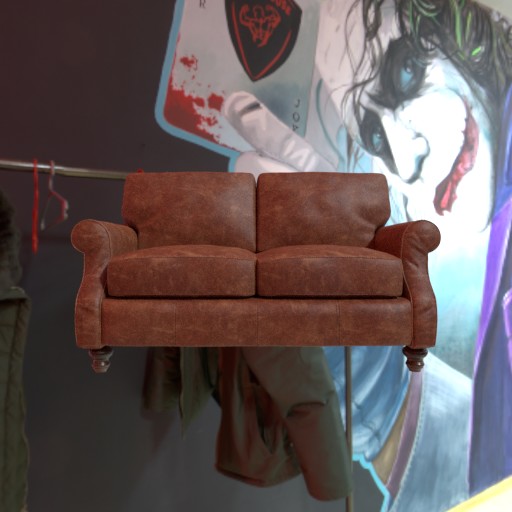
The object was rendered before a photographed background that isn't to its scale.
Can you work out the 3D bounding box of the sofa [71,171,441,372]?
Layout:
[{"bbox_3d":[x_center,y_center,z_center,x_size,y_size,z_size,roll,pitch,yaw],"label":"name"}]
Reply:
[{"bbox_3d":[0.000,0.000,2.244,1.616,0.967,0.990,0,0,0],"label":"sofa"}]
